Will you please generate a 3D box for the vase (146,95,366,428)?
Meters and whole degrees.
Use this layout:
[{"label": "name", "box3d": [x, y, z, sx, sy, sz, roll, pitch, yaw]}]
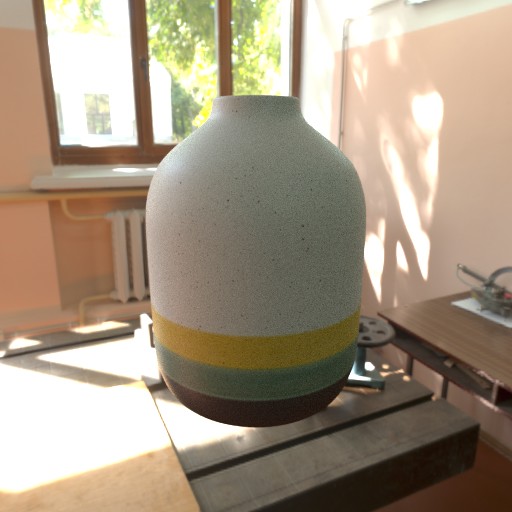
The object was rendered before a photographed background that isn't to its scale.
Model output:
[{"label": "vase", "box3d": [0.000, 0.000, 0.357, 0.169, 0.240, 0.169, 0, 16, 0]}]
